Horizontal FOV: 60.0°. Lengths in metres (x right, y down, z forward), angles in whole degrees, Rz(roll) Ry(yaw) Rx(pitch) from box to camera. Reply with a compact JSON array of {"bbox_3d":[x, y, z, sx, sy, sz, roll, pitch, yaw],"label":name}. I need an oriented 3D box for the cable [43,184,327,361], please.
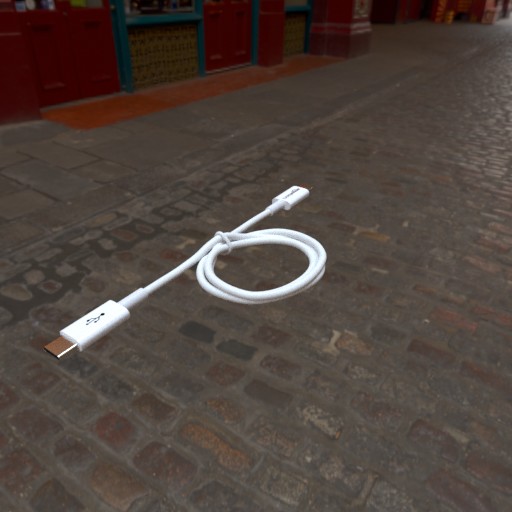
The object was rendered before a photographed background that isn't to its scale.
[{"bbox_3d":[0.000,0.000,0.230,0.070,0.014,0.203,20,37,29],"label":"cable"}]
